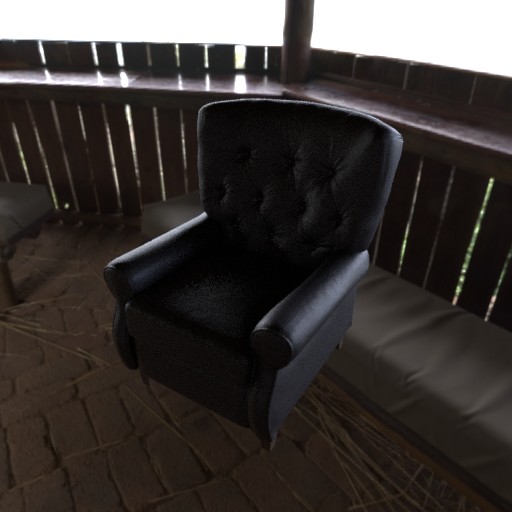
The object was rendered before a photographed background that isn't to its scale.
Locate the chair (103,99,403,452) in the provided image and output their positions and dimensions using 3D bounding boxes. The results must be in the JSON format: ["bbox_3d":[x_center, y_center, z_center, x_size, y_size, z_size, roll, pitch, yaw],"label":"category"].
[{"bbox_3d":[0.000,0.000,1.928,0.948,1.158,1.058,17,34,27],"label":"chair"}]
